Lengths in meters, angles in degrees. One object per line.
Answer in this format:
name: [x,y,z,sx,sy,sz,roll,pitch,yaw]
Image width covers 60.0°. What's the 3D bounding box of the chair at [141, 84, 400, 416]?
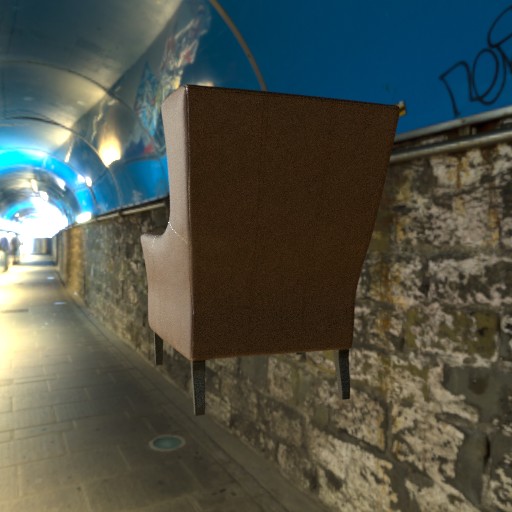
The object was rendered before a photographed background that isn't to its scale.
chair: [0.000,0.000,1.732,0.852,1.016,0.925,0,2,-17]
